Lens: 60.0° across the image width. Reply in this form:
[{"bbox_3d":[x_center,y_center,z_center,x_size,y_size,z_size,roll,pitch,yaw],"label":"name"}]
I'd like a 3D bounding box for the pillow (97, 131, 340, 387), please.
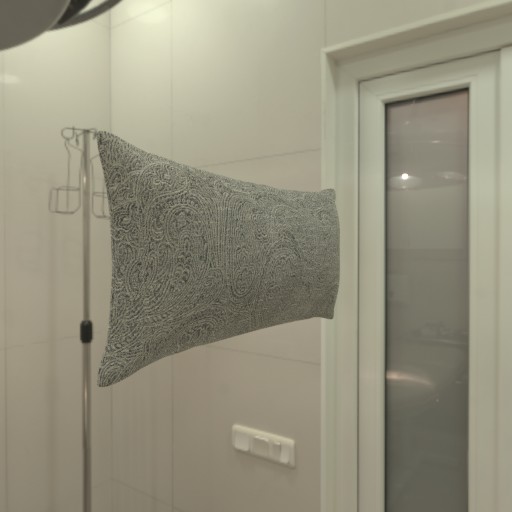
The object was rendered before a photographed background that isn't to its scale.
[{"bbox_3d":[0.000,0.000,0.753,0.151,0.295,0.615,1,1,35],"label":"pillow"}]
